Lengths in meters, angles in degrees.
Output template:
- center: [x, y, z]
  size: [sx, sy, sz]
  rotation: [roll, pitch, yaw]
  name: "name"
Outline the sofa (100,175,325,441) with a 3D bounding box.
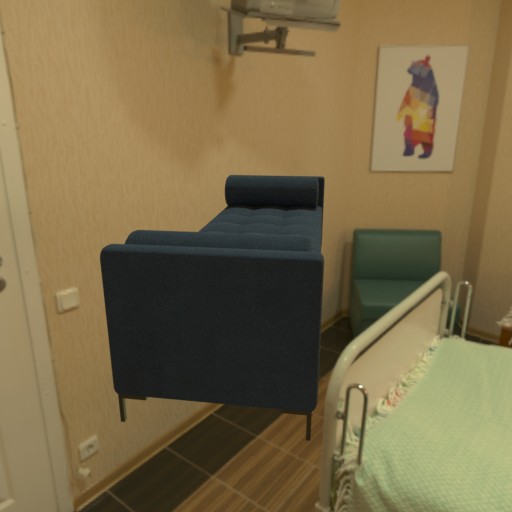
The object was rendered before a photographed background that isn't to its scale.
- center: [0.000, 0.000, 2.323]
  size: [0.686, 0.635, 1.981]
  rotation: [2, 17, 8]
  name: "sofa"
